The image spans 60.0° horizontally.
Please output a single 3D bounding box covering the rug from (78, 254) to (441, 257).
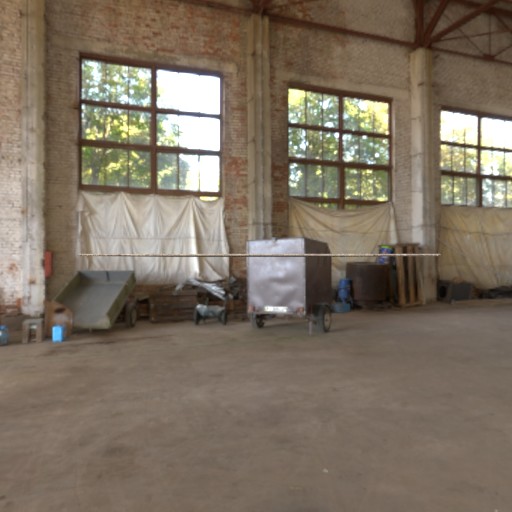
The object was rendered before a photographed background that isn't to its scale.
[{"bbox_3d":[0.000,0.000,3.086,1.546,0.010,2.442,0,0,-1],"label":"rug"}]
